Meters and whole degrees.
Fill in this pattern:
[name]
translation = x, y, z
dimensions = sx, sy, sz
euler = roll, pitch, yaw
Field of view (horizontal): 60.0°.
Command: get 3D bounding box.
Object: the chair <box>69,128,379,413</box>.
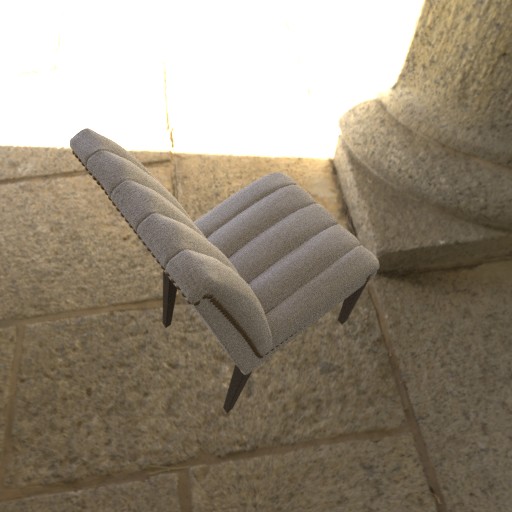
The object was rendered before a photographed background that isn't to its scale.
[chair]
translation = 0.000, 0.000, 1.357
dimensions = 0.647, 1.016, 0.511
euler = -34, 65, -18
